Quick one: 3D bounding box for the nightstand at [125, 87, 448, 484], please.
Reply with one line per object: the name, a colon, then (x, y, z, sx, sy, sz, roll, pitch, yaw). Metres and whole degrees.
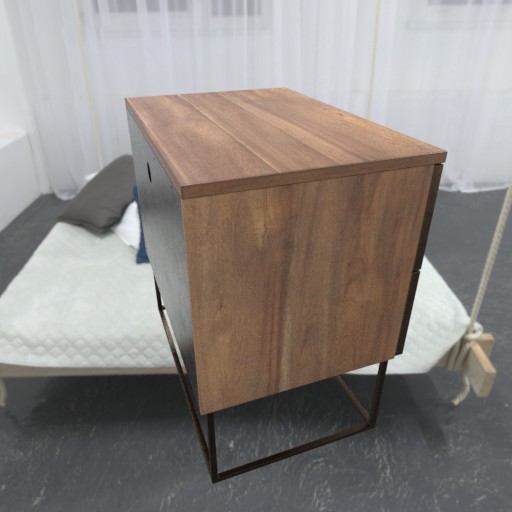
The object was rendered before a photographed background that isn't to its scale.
nightstand: (0.000, 0.000, 1.005, 0.427, 0.611, 0.605, -11, 32, -18)
